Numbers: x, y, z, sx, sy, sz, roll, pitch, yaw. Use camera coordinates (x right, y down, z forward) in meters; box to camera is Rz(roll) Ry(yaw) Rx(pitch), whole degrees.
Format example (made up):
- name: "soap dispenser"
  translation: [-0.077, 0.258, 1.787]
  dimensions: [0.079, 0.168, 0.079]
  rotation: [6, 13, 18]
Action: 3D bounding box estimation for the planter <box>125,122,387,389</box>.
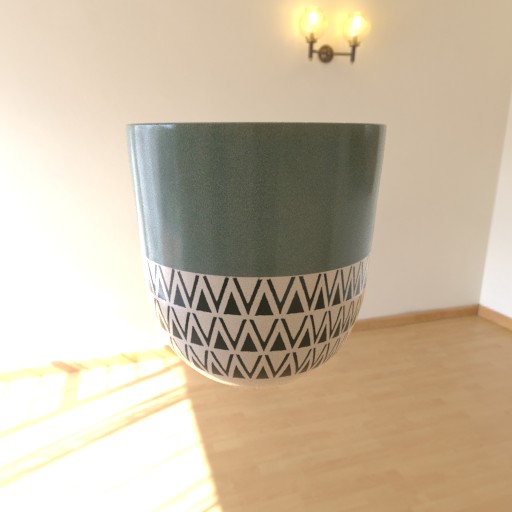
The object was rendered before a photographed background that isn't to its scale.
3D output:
- name: "planter"
  translation: [0.000, 0.000, 0.378]
  dimensions: [0.198, 0.214, 0.198]
  rotation: [0, 16, 0]
